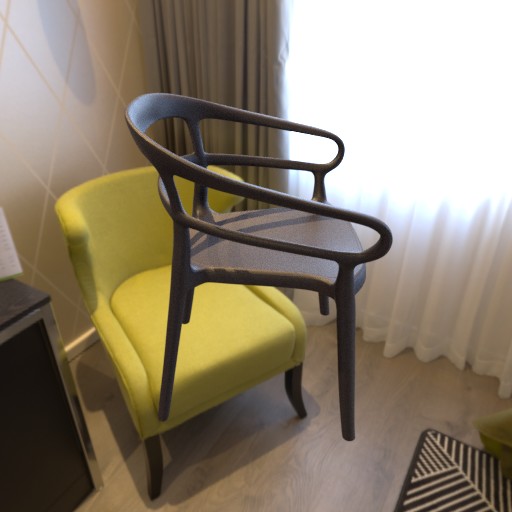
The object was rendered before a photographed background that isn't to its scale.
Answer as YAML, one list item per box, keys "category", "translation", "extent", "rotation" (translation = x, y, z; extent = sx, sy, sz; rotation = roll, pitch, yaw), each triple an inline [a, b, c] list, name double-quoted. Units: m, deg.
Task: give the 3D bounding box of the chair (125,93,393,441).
- category: "chair"
  translation: [0.000, 0.000, 1.127]
  extent: [0.527, 0.761, 0.559]
  rotation: [0, 31, 1]
